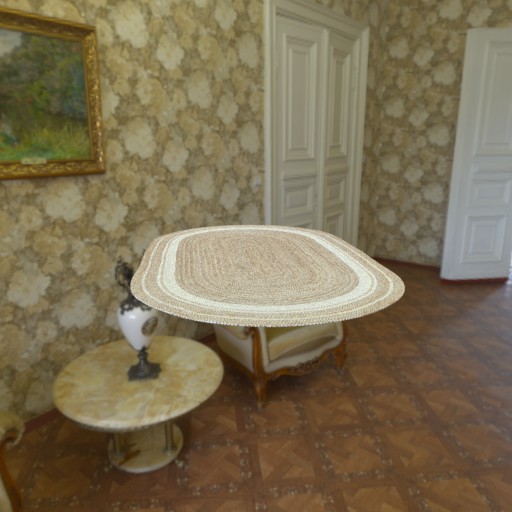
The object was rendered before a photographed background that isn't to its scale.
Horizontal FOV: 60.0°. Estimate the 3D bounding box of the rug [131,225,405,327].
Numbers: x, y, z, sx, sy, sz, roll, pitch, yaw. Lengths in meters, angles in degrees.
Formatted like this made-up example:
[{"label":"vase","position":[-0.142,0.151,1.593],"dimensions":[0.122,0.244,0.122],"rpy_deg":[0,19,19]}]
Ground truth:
[{"label":"rug","position":[0.000,0.000,3.012],"dimensions":[1.520,0.006,2.432],"rpy_deg":[-2,14,-7]}]
